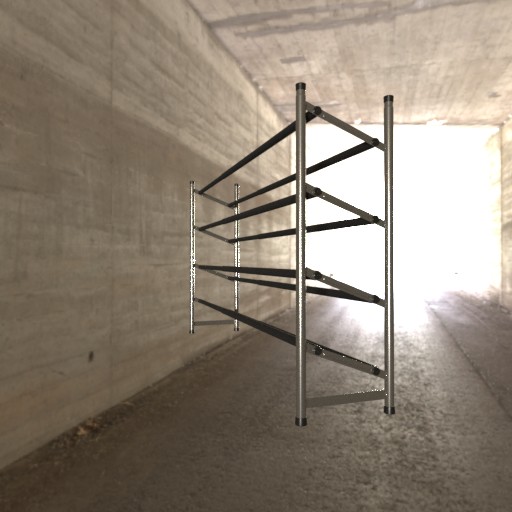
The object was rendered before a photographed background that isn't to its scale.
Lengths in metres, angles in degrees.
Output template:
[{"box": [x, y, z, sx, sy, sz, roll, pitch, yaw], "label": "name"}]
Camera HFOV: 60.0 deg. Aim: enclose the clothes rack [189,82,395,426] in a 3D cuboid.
[{"box": [0.000, 0.000, 1.448, 0.229, 0.672, 1.168, 0, -1, -19], "label": "clothes rack"}]
